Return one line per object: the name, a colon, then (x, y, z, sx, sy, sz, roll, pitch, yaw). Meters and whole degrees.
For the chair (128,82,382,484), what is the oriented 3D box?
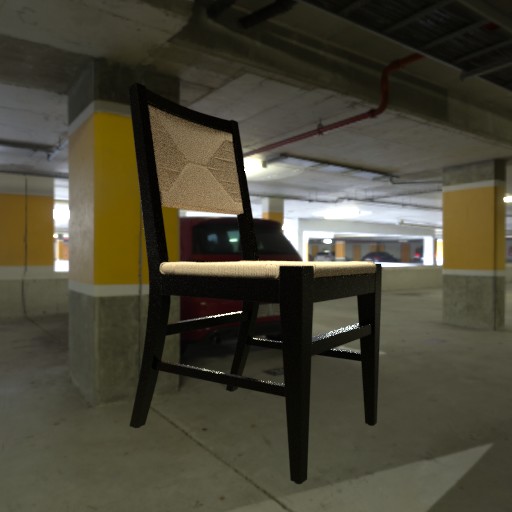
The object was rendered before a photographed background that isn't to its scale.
chair: (0.000, 0.000, 1.212, 0.552, 0.927, 0.437, 0, 0, 36)
